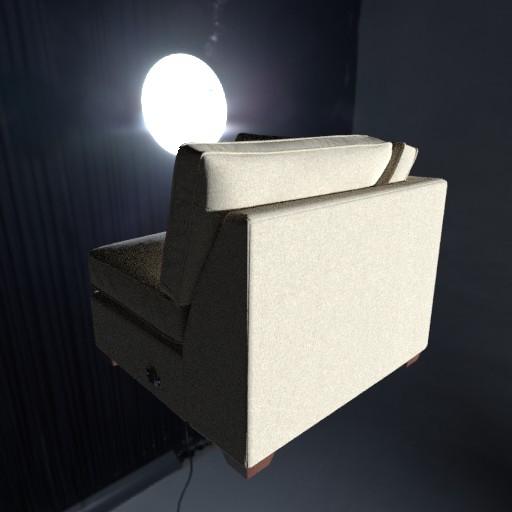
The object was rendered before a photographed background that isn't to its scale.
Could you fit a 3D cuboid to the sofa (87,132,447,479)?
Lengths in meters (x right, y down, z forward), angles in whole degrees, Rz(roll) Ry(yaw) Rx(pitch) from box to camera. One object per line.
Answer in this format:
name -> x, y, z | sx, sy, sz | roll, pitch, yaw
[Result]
sofa -> 0.000, 0.000, 1.891 | 1.146, 1.002, 1.084 | -15, 23, -41
